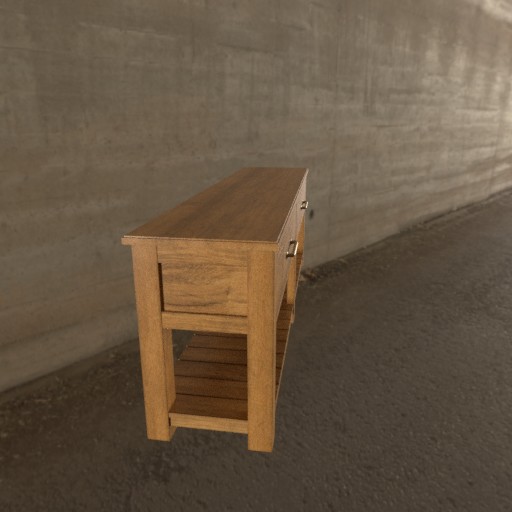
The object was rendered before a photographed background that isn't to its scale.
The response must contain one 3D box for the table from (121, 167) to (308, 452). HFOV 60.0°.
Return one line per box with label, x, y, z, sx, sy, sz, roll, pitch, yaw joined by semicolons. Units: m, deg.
table;0.000;0.000;2.063;0.425;0.635;1.815;3;17;8
